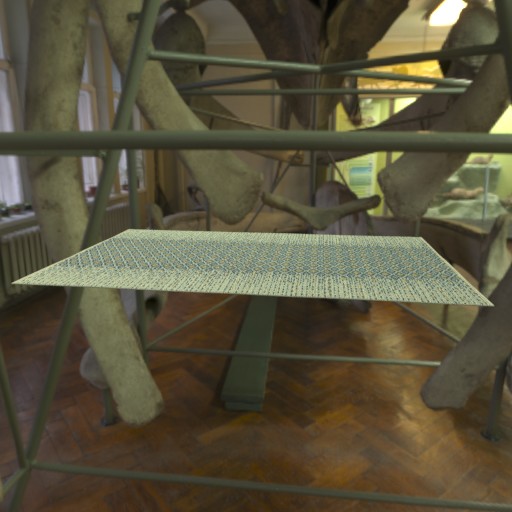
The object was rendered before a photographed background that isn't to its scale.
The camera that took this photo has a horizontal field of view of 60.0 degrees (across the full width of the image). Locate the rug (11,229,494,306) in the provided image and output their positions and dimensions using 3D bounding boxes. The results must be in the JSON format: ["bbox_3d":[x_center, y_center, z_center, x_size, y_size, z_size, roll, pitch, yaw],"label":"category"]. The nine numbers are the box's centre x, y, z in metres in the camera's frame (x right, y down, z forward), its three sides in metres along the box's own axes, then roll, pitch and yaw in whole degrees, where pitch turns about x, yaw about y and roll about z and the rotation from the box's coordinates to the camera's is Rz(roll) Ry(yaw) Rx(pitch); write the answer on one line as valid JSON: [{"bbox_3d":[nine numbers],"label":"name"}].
[{"bbox_3d":[0.000,0.000,2.957,2.448,0.008,1.541,2,15,8],"label":"rug"}]
